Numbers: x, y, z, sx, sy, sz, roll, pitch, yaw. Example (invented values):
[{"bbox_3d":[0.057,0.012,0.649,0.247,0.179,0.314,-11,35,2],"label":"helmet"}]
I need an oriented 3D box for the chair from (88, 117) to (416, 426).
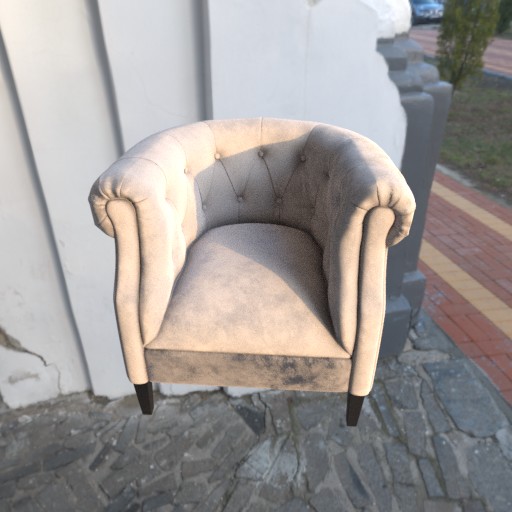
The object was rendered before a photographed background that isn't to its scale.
[{"bbox_3d":[0.000,0.000,1.609,0.904,0.826,0.851,2,31,3],"label":"chair"}]
